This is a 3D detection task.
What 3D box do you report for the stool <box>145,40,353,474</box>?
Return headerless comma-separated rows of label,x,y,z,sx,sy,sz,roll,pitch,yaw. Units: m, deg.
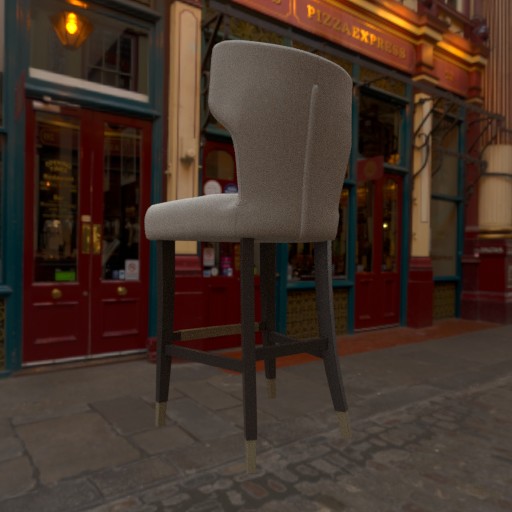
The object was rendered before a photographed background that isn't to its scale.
stool,0.000,0.000,1.399,0.526,1.092,0.563,0,0,-37
